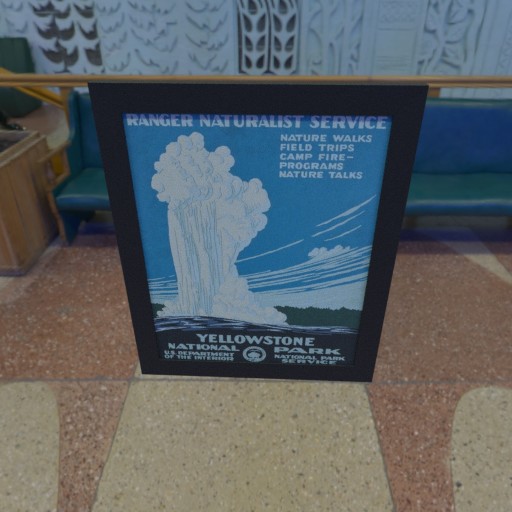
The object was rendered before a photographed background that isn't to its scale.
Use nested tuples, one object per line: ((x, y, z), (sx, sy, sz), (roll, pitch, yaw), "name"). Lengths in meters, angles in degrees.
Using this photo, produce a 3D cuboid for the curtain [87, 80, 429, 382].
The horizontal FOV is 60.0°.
((0.000, 0.000, 0.789), (0.483, 0.585, 0.027), (1, 31, 2), "curtain")
